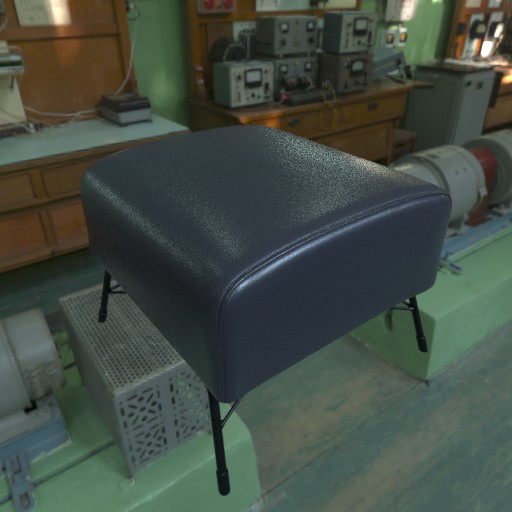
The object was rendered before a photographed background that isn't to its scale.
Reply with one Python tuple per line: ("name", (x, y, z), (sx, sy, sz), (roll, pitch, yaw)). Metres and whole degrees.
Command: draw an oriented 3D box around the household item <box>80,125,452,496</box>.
("household item", (0.000, 0.000, 0.884), (0.530, 0.410, 0.530), (-22, 37, -31))
